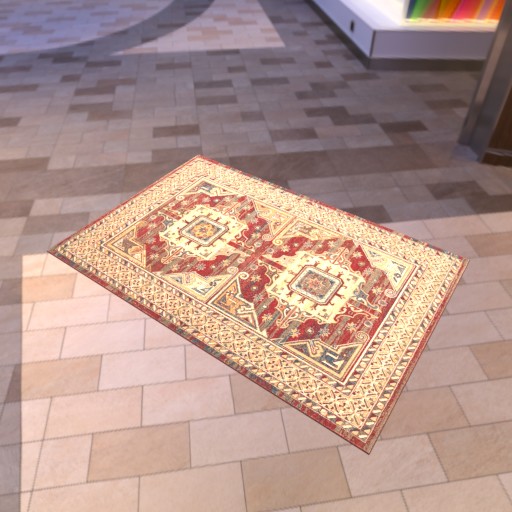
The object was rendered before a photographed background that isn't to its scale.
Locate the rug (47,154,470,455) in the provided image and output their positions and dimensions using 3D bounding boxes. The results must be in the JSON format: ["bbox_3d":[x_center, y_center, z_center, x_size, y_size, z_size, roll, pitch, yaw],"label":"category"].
[{"bbox_3d":[0.000,0.000,5.751,4.578,0.033,3.033,26,48,25],"label":"rug"}]
